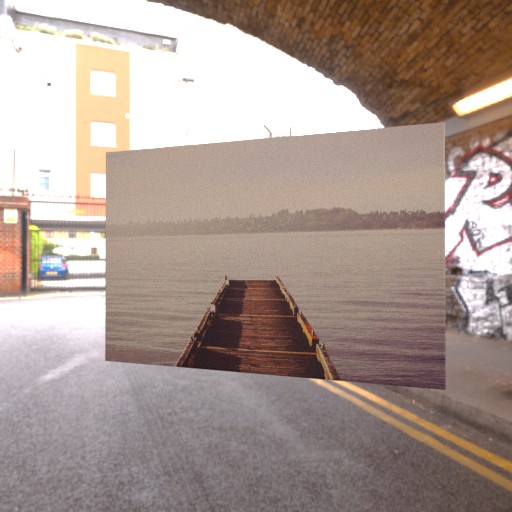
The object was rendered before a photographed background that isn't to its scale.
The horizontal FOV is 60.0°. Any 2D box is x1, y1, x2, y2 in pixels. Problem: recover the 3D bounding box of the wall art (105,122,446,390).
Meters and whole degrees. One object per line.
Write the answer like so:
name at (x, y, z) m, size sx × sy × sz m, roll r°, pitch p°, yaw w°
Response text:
wall art at (0.000, 0.000, 0.783) m, size 0.615 × 0.410 × 0.021 m, roll 0°, pitch 0°, yaw 18°
